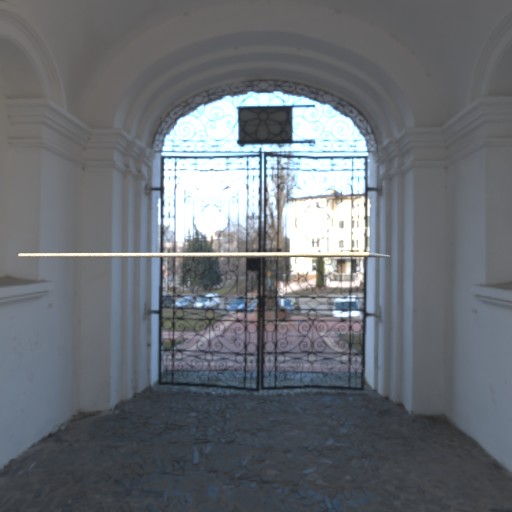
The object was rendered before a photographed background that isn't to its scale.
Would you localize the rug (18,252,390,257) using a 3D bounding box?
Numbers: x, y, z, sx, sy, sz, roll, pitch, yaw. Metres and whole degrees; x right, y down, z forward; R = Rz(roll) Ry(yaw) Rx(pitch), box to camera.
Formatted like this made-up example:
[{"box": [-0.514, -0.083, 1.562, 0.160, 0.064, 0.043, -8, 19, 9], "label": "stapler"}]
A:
[{"box": [0.000, 0.000, 2.747, 1.526, 0.015, 2.132, 0, 0, 19], "label": "rug"}]
